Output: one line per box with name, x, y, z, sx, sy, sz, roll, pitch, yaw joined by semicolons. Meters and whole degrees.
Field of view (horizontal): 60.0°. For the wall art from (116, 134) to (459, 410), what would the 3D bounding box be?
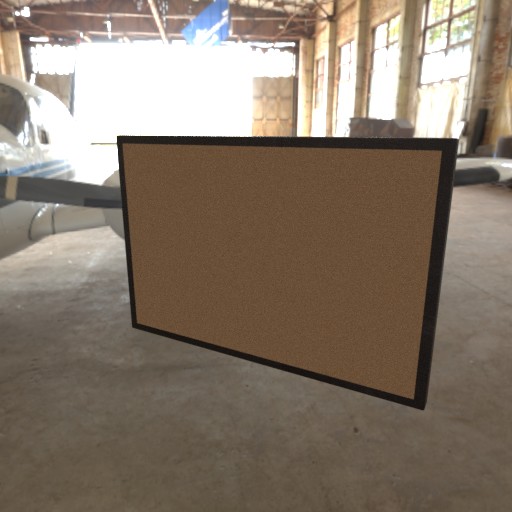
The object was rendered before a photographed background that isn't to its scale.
wall art;0.000;0.000;1.170;0.912;0.612;0.038;9;18;28
